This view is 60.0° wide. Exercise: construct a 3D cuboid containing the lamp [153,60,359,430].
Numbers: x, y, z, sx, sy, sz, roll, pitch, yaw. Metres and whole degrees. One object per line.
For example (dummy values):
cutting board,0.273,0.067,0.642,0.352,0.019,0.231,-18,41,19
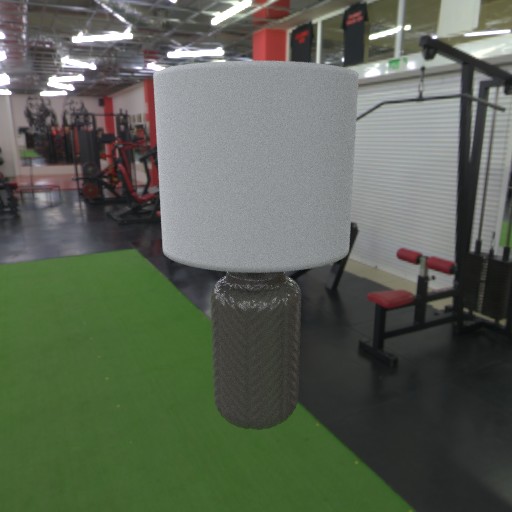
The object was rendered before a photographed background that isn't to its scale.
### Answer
lamp,0.000,0.000,0.496,0.203,0.389,0.203,-7,16,-24
